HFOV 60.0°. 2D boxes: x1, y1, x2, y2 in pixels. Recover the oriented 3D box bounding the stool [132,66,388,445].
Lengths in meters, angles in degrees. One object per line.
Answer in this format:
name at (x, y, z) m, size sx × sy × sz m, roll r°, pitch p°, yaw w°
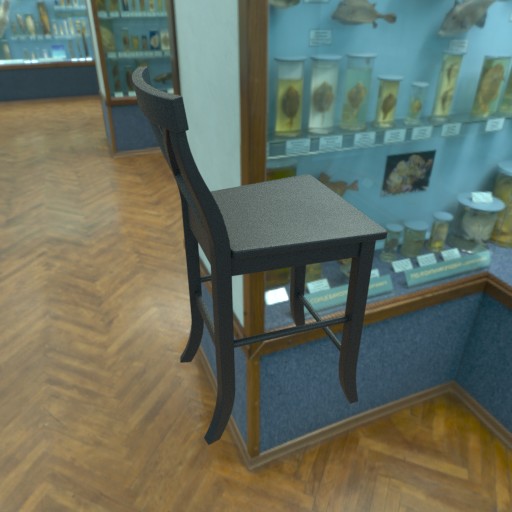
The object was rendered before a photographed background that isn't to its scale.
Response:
stool at (0.000, 0.000, 1.285) m, size 0.559 × 0.989 × 0.452 m, roll -11°, pitch 32°, yaw -18°
